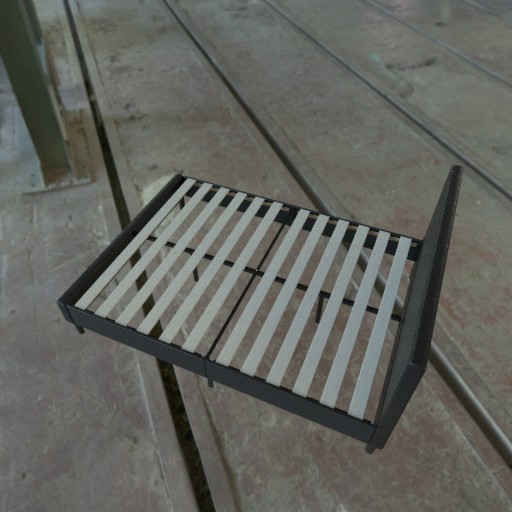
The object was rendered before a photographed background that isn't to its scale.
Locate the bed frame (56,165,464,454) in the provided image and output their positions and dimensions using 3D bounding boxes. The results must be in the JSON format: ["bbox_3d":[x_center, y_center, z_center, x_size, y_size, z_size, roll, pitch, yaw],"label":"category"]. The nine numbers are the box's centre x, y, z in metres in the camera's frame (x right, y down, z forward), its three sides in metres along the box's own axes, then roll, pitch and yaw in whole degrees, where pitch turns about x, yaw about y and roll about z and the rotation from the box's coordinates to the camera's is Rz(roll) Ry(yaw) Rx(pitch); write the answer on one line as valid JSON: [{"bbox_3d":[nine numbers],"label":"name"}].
[{"bbox_3d":[0.000,0.000,3.154,2.318,1.127,1.634,17,49,16],"label":"bed frame"}]
